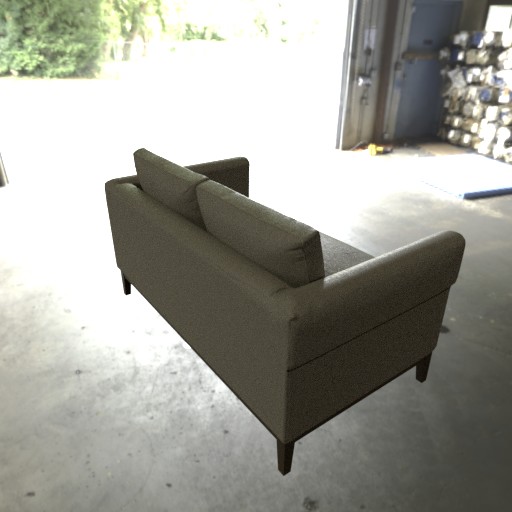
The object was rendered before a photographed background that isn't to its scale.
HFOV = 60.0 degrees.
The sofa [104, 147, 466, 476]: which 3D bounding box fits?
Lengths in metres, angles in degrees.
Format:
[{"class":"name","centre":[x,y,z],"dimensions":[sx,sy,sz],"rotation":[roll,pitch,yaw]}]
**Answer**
[{"class":"sofa","centre":[0.000,0.000,2.155],"dimensions":[0.899,0.873,1.598],"rotation":[-18,32,-32]}]
